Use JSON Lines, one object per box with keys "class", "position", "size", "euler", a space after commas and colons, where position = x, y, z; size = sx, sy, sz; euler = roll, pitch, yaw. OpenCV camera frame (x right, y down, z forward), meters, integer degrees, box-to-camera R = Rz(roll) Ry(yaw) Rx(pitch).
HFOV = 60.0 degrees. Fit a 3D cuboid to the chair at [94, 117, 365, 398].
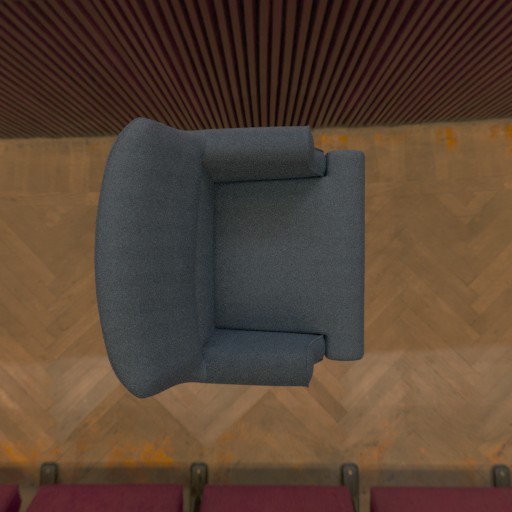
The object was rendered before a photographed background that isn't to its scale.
{"class": "chair", "position": [0.000, 0.000, 1.469], "size": [0.754, 0.878, 0.770], "euler": [0, 91, 1]}
